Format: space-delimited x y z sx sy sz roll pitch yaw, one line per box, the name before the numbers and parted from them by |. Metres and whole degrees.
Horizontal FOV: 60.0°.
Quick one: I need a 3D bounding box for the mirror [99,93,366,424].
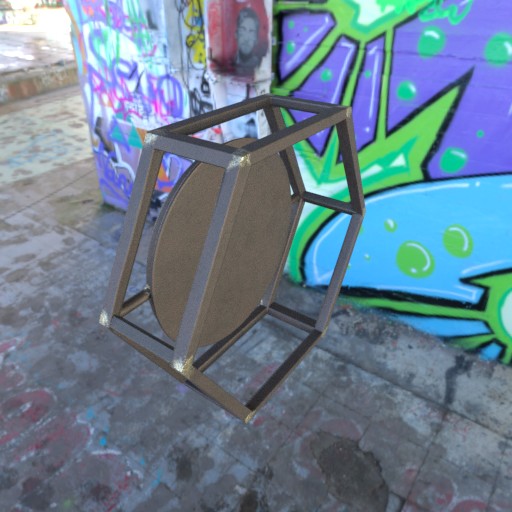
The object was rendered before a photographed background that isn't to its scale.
mirror | 0.000 0.000 0.540 0.119 0.334 0.380 21 38 30
